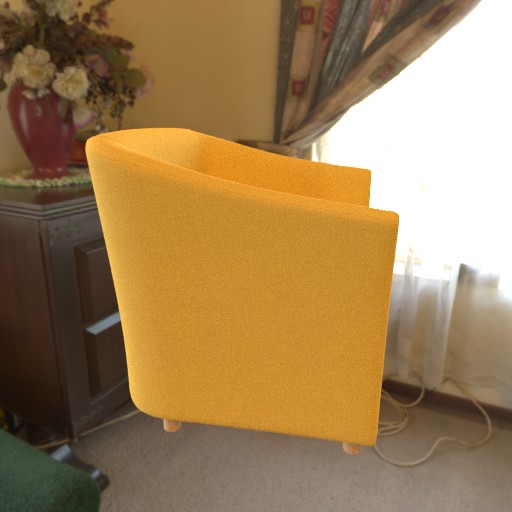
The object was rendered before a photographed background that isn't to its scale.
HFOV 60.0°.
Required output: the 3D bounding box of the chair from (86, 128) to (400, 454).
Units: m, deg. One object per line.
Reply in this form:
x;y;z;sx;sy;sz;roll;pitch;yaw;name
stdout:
0.000;0.000;1.307;0.700;0.720;0.790;3;18;10;chair
